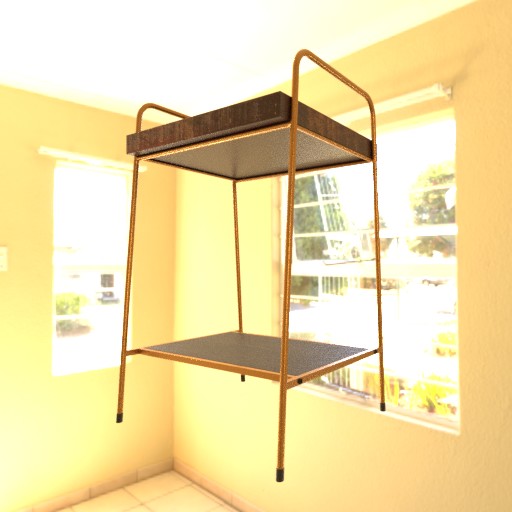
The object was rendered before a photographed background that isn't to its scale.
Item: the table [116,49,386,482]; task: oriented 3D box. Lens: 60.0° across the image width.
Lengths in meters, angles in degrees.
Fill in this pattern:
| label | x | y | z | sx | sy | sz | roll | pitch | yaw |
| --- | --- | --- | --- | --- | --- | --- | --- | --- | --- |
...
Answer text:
| label | x | y | z | sx | sy | sz | roll | pitch | yaw |
| --- | --- | --- | --- | --- | --- | --- | --- | --- | --- |
| table | 0.000 | 0.000 | 0.989 | 0.430 | 0.710 | 0.430 | -1 | -1 | 38 |
